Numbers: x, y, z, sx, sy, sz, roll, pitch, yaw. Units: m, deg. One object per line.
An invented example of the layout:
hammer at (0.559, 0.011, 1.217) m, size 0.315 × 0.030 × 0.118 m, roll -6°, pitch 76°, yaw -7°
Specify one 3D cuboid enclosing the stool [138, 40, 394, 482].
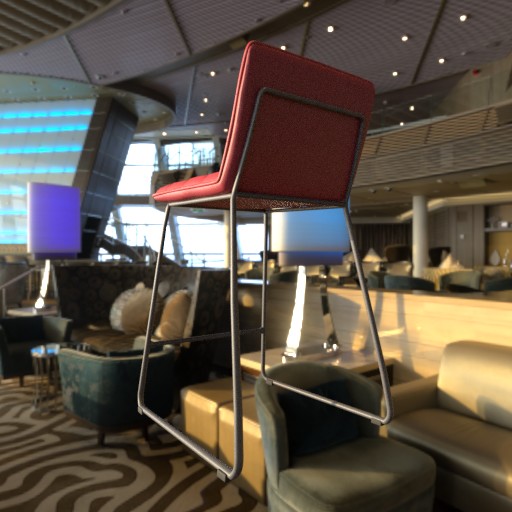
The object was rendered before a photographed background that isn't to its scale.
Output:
stool at (0.000, 0.000, 1.176) m, size 0.489 × 0.866 × 0.524 m, roll 0°, pitch 0°, yaw -36°
